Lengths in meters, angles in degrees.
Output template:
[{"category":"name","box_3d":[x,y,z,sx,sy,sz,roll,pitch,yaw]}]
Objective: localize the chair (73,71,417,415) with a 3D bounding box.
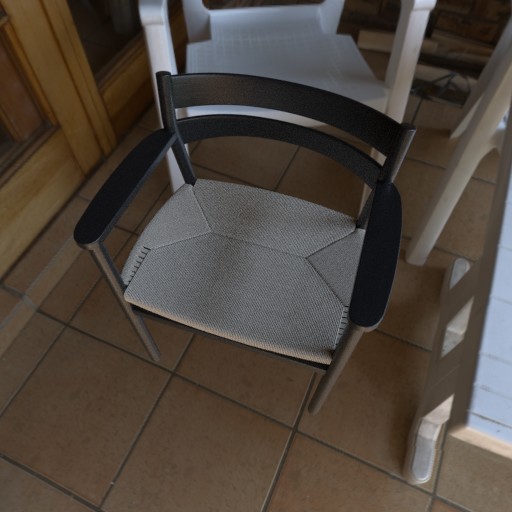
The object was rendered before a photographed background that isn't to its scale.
[{"category":"chair","box_3d":[0.000,0.000,1.175,0.630,0.775,0.508,16,59,10]}]
